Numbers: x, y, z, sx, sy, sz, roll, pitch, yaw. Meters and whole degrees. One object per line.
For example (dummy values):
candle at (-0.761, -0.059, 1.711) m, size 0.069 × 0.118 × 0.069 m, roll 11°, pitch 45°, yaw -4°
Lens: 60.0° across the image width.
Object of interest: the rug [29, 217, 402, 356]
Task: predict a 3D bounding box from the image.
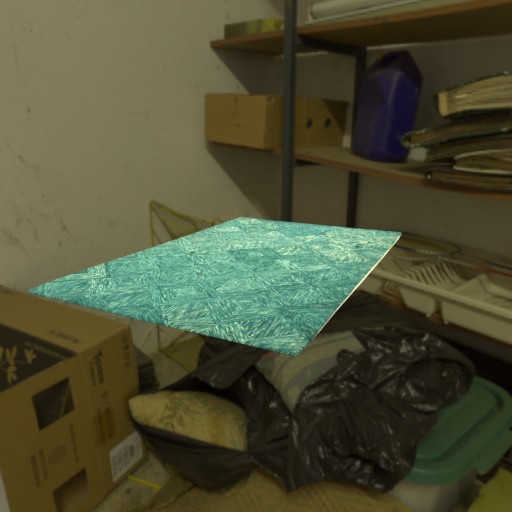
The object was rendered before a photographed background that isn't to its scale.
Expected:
rug at (0.000, 0.000, 2.213) m, size 1.136 × 0.017 × 1.728 m, roll 8°, pitch 17°, yaw 26°
